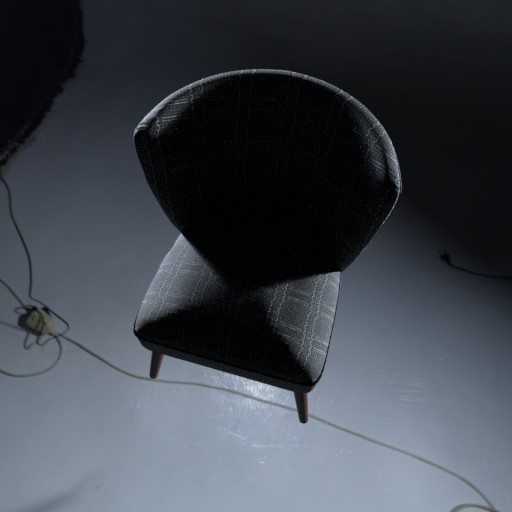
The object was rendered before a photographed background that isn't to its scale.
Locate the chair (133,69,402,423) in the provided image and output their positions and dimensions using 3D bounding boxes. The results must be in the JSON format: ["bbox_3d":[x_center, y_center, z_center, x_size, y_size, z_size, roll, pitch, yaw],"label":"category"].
[{"bbox_3d":[0.000,0.000,1.440,0.710,0.866,0.758,14,60,8],"label":"chair"}]
